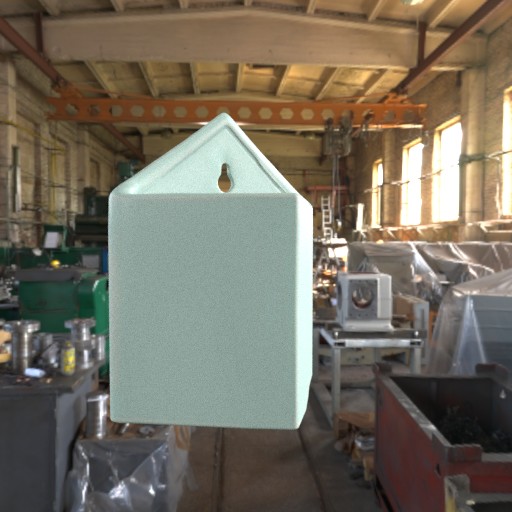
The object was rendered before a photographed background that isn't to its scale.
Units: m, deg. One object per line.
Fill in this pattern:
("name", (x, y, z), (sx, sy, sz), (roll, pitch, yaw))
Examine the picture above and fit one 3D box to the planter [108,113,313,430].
("planter", (0.000, 0.000, 0.283), (0.164, 0.197, 0.079), (-1, 2, -37))
